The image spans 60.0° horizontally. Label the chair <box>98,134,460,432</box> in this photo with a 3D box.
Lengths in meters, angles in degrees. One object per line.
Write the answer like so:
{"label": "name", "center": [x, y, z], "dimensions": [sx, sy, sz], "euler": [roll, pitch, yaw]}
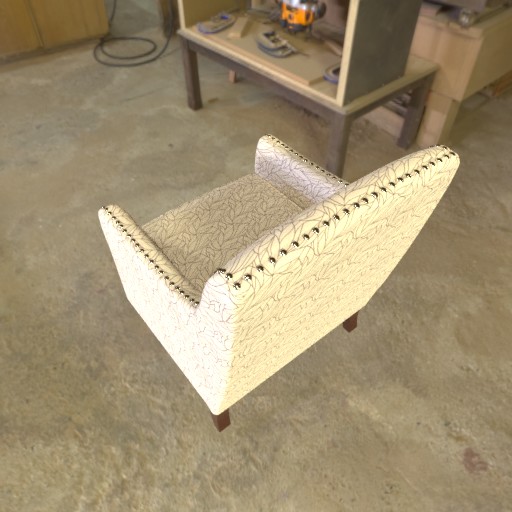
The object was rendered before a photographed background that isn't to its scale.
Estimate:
{"label": "chair", "center": [0.000, 0.000, 1.265], "dimensions": [0.623, 0.816, 0.651], "euler": [-31, 54, -25]}
